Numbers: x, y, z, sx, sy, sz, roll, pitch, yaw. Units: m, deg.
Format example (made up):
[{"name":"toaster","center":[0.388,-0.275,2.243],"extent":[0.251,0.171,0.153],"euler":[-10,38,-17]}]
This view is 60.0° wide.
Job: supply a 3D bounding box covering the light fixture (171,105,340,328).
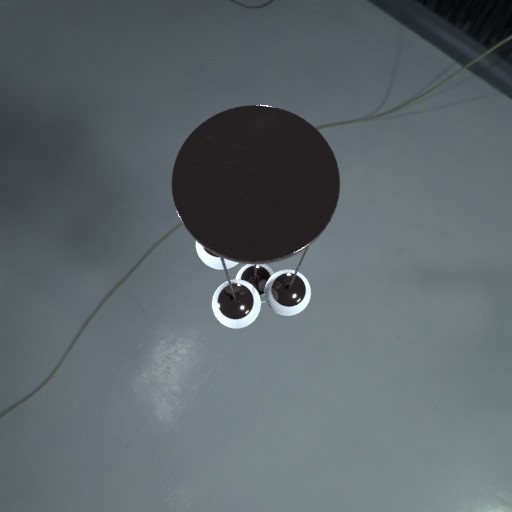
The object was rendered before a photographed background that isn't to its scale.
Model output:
[{"name":"light fixture","center":[0.000,0.000,1.521],"extent":[0.484,1.271,0.489],"euler":[38,79,9]}]
